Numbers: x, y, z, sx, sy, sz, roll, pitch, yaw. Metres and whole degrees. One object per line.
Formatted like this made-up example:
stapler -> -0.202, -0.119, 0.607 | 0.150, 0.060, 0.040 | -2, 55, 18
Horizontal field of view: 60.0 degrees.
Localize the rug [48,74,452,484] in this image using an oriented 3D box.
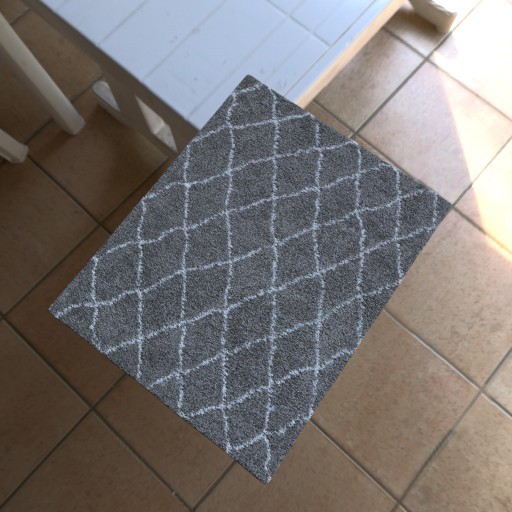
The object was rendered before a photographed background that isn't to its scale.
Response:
rug -> 0.000, 0.000, 4.119 | 2.438, 0.029, 3.047 | 35, 79, 8
